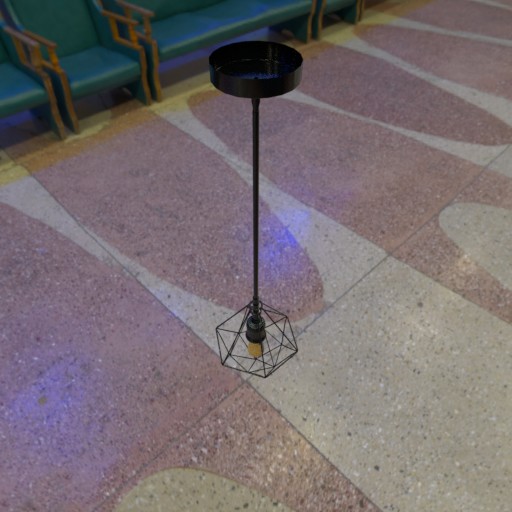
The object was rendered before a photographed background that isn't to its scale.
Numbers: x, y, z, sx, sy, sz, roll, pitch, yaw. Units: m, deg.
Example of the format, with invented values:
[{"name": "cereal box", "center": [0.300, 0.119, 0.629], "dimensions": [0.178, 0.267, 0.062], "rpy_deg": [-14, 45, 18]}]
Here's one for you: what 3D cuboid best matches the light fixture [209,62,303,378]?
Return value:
[{"name": "light fixture", "center": [0.000, 0.000, 2.012], "dimensions": [0.487, 1.764, 0.431], "rpy_deg": [-33, 54, -28]}]
